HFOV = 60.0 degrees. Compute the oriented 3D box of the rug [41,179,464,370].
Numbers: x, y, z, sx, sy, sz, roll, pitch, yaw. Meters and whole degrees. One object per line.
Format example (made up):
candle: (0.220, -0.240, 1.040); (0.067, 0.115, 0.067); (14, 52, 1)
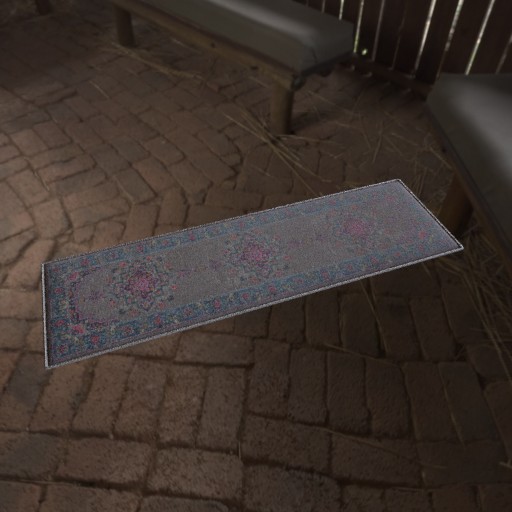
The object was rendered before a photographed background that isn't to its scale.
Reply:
rug: (0.000, 0.000, 1.994); (1.827, 0.012, 0.553); (-15, 49, -13)
